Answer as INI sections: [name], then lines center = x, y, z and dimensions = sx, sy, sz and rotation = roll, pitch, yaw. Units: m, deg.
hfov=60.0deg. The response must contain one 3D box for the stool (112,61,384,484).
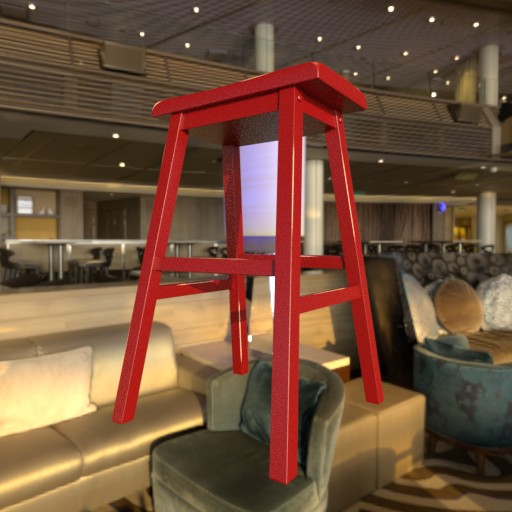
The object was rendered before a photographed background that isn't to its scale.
[stool]
center = 0.000, 0.000, 1.046
dimensions = 0.457, 0.737, 0.476
rotation = 1, 2, 35
